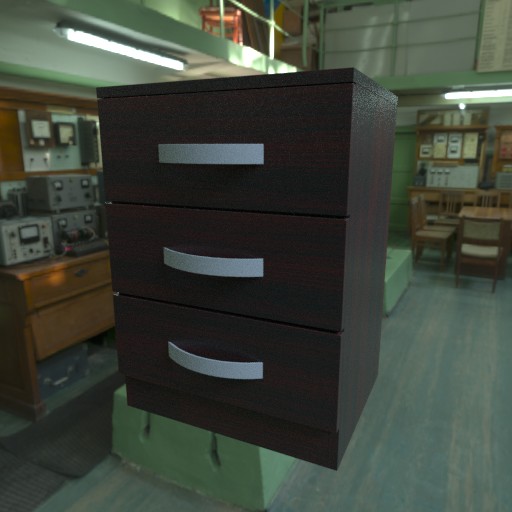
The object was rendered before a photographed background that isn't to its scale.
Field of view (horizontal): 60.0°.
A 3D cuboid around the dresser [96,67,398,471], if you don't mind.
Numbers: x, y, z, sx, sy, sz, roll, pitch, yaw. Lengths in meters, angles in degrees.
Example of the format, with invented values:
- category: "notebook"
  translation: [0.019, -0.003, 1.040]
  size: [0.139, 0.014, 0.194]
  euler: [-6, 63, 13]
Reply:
- category: "dresser"
  translation: [0.000, 0.000, 0.799]
  size: [0.400, 0.560, 0.360]
  euler: [6, 15, 25]
